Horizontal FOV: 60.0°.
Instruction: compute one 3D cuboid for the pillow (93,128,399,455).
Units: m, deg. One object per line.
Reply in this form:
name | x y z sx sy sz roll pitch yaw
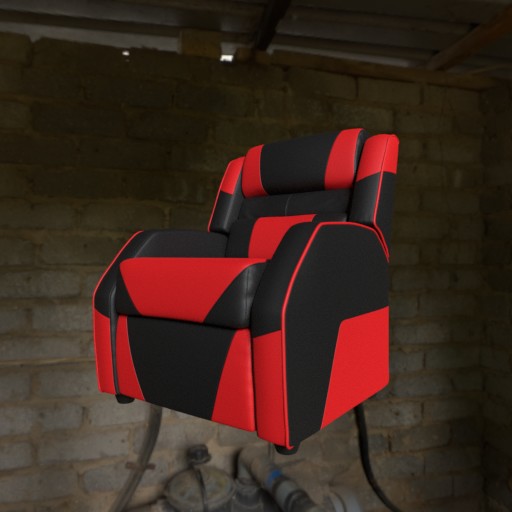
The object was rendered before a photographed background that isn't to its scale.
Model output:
pillow | 0.000 0.000 1.273 0.620 0.805 0.672 0 0 36
